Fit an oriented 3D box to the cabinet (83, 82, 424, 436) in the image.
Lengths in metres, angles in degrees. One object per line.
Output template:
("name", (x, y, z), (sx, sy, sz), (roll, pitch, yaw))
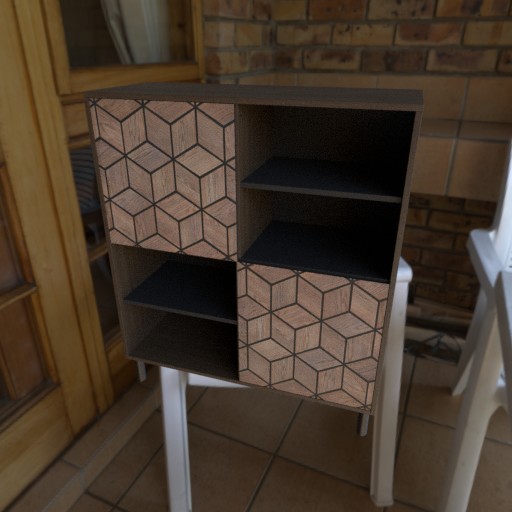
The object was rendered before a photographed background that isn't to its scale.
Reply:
("cabinet", (0.000, 0.000, 1.667), (1.010, 1.170, 0.400), (8, 27, 16))
